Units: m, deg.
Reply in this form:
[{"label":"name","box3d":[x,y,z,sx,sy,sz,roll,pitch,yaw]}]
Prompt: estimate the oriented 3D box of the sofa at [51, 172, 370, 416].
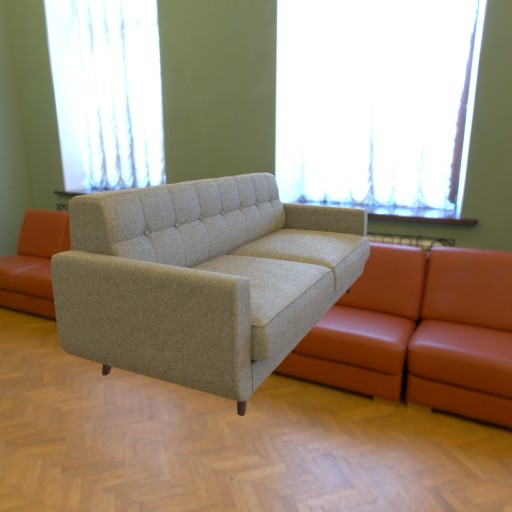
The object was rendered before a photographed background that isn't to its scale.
[{"label":"sofa","box3d":[0.000,0.000,2.608,0.968,0.873,2.055,7,16,25]}]
